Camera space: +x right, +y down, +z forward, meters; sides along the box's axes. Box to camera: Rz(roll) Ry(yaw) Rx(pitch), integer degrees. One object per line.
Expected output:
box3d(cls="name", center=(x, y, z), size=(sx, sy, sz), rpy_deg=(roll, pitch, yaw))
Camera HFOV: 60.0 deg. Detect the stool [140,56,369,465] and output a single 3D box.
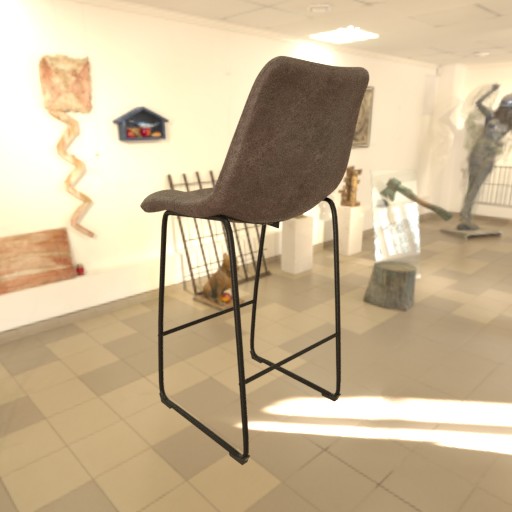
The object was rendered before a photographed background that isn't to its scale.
box3d(cls="stool", center=(0.000, 0.000, 1.398), size=(0.514, 1.082, 0.561), rpy_deg=(-15, 22, -42))
